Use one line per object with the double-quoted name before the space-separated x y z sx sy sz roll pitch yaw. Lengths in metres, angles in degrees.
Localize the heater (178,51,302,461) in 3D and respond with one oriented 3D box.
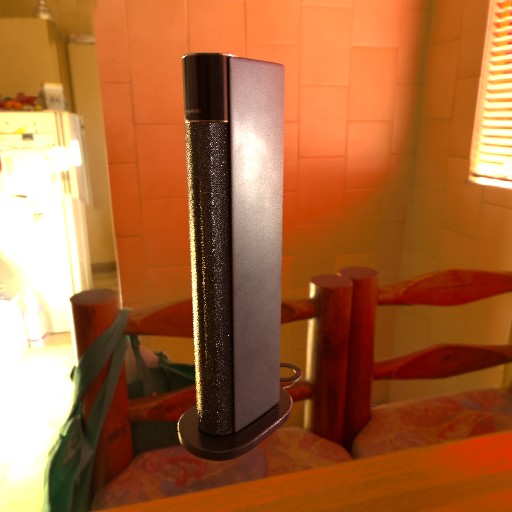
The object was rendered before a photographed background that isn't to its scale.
"heater" 0.000 0.000 1.063 0.214 0.856 0.458 16 22 43
